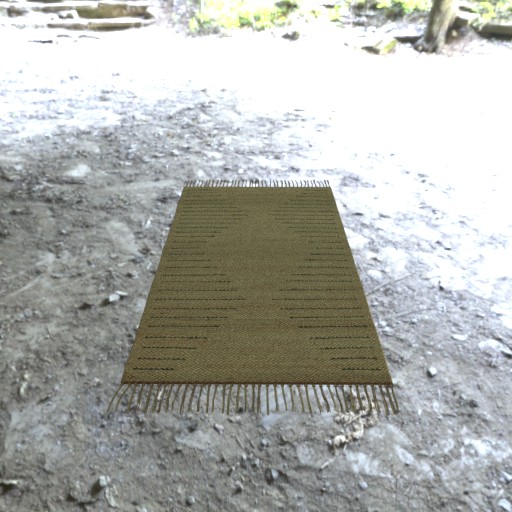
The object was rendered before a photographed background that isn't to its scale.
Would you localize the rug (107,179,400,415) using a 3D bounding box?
[{"bbox_3d":[0.000,0.000,2.053,0.905,0.017,1.718,0,34,0],"label":"rug"}]
